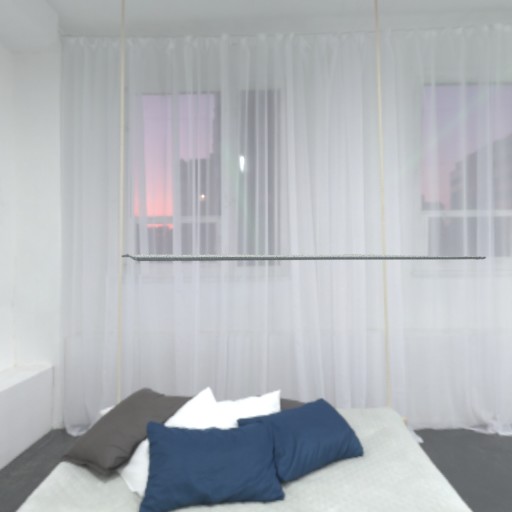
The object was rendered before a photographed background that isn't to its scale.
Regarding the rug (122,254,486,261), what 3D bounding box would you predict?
[{"bbox_3d":[0.000,0.000,4.359,2.461,0.046,3.237,0,0,-18],"label":"rug"}]
